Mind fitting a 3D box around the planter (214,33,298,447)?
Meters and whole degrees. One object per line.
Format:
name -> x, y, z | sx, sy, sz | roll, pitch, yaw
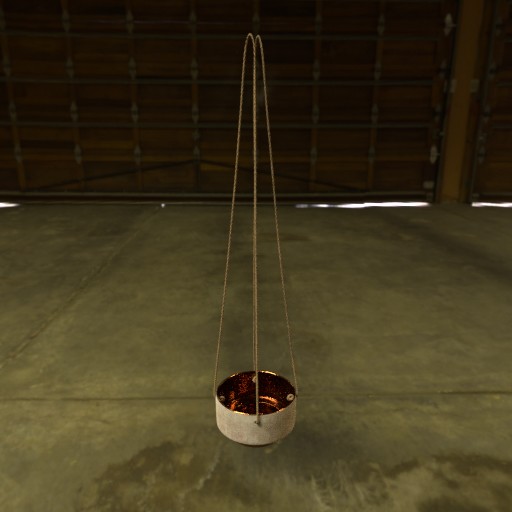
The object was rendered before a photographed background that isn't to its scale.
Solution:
planter -> 0.000, 0.000, 1.131 | 0.223, 1.030, 0.223 | 14, 21, 42
